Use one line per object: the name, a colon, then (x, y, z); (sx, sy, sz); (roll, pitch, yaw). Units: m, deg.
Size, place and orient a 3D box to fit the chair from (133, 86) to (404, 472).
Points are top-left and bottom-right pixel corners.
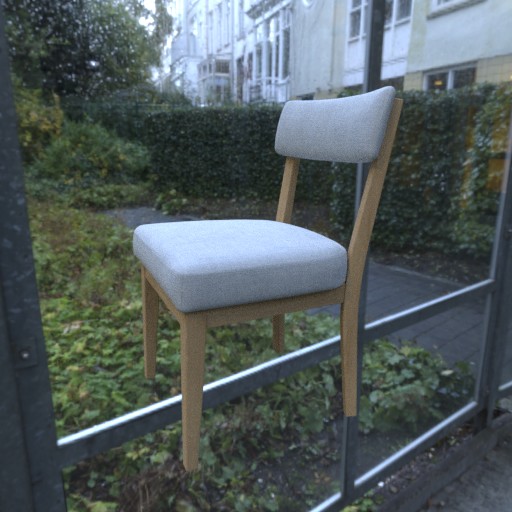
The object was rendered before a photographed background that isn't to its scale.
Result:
chair: (0.000, 0.000, 1.187); (0.572, 0.832, 0.508); (-7, 16, -24)
